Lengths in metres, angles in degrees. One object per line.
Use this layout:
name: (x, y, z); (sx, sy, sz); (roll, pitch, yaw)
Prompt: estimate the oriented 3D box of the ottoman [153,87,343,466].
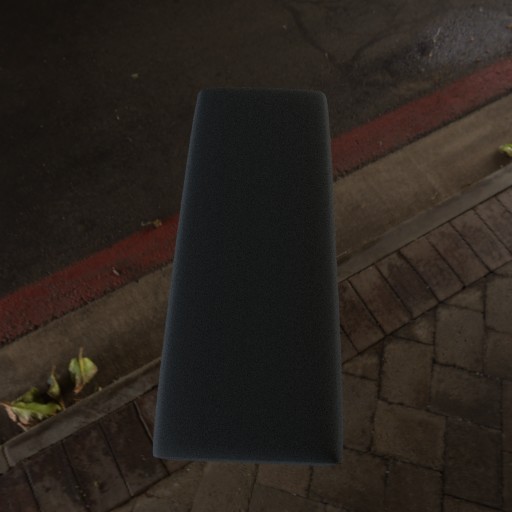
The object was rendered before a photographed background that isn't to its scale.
ottoman: (0.000, 0.000, 1.896); (0.646, 0.393, 1.609); (2, 64, 1)
